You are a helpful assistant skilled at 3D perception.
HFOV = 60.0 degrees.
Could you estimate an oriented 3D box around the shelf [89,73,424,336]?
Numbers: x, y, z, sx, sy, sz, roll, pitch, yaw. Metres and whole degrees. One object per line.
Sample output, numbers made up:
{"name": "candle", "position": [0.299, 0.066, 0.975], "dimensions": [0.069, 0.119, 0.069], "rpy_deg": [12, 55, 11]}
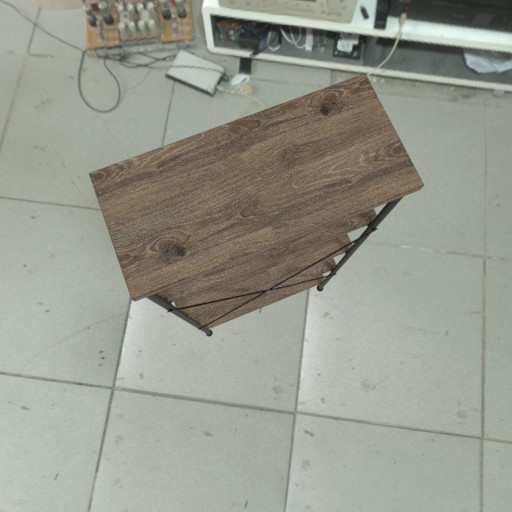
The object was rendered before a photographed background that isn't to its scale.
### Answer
{"name": "shelf", "position": [0.000, 0.000, 1.982], "dimensions": [0.800, 1.700, 0.360], "rpy_deg": [-21, 77, -5]}
